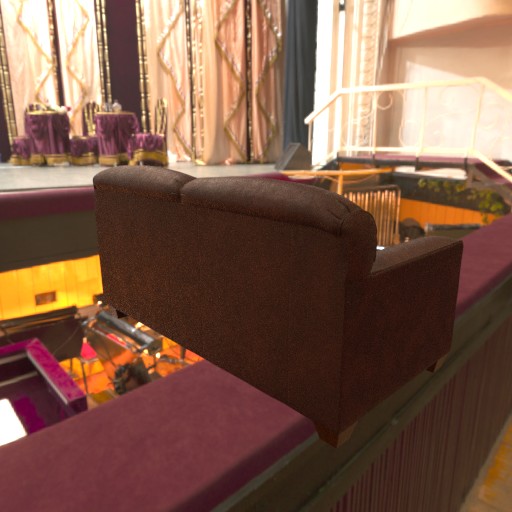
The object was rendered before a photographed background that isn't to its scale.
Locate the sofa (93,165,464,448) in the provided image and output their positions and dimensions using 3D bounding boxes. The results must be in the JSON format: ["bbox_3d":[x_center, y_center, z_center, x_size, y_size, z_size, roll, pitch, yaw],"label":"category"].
[{"bbox_3d":[0.000,0.000,2.425,1.000,0.966,1.856,-14,20,-42],"label":"sofa"}]
